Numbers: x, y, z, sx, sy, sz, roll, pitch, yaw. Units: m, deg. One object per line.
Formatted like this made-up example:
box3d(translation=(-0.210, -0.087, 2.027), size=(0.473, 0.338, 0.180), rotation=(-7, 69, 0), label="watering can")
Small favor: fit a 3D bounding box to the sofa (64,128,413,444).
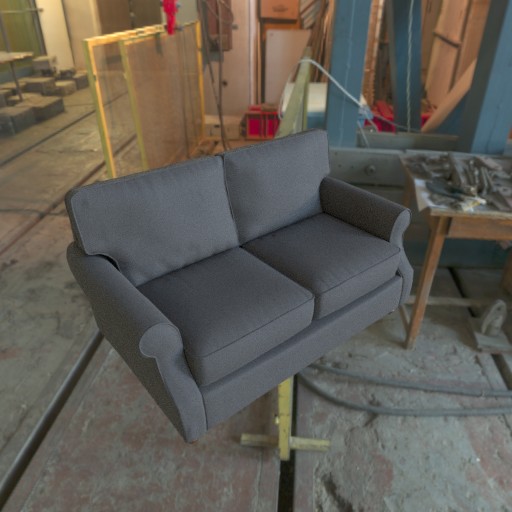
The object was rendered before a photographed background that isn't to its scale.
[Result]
box3d(translation=(0.000, 0.000, 2.272), size=(1.665, 0.937, 0.964), rotation=(-23, 38, -33), label="sofa")
